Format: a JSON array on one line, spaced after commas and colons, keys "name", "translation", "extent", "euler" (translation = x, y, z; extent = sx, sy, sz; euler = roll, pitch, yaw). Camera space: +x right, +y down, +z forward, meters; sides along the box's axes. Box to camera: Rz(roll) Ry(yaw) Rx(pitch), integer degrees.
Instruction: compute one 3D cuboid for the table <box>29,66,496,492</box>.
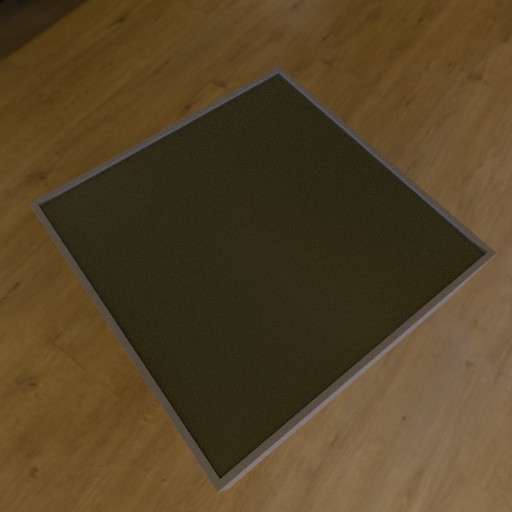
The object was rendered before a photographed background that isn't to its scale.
[{"name": "table", "translation": [0.000, 0.000, 1.199], "extent": [0.801, 0.299, 0.801], "euler": [-35, 68, -16]}]
